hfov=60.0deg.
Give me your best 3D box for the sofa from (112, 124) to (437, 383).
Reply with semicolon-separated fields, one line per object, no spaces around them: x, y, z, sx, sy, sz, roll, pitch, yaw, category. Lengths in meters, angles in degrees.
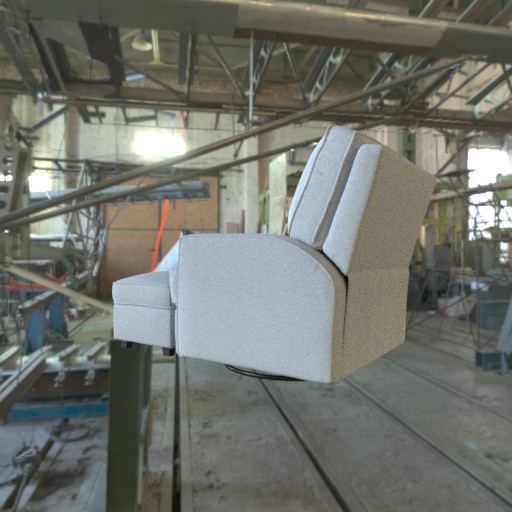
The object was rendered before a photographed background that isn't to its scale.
0.000;0.000;2.112;1.472;0.959;0.861;0;1;35;sofa
